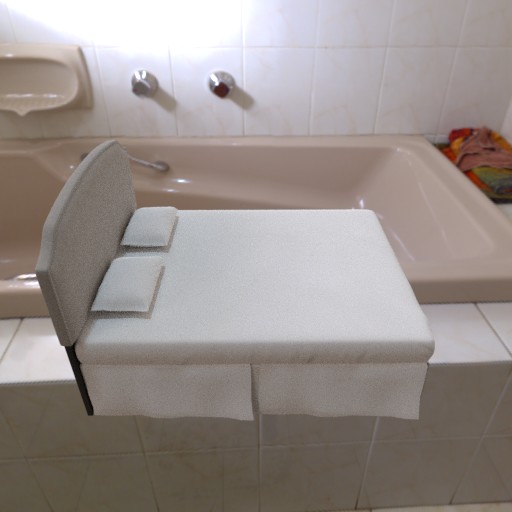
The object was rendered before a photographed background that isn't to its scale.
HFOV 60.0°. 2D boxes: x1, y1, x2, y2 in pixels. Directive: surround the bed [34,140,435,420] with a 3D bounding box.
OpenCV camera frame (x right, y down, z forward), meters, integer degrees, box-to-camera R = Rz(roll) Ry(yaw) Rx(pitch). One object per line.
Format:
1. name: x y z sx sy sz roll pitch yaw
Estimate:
1. bed: 0.000 0.000 2.857 1.999 1.270 1.558 0 34 0
